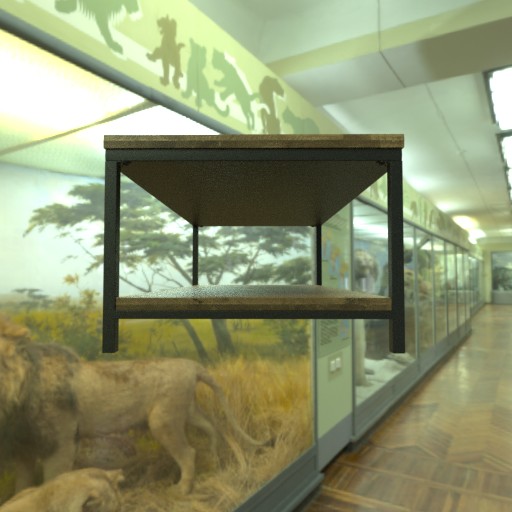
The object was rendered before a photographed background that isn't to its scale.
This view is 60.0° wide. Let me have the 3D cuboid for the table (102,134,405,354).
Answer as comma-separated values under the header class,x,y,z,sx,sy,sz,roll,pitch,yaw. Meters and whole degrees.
class,x,y,z,sx,sy,sz,roll,pitch,yaw
table,0.000,0.000,1.352,0.551,0.399,1.100,0,-2,1
